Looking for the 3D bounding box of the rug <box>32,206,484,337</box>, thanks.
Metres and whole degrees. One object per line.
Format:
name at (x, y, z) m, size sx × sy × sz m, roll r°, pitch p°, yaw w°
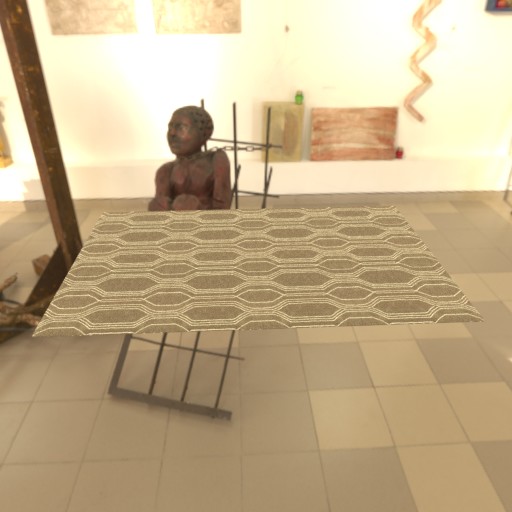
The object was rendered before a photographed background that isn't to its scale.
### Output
rug at (0.000, 0.000, 3.058) m, size 2.457 × 0.012 × 1.541 m, roll -2°, pitch 31°, yaw -3°
